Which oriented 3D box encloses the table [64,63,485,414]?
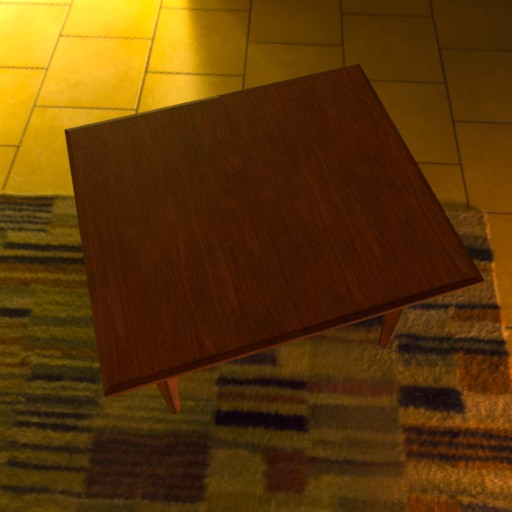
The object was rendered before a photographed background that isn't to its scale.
[{"bbox_3d":[0.000,0.000,1.600,0.991,0.761,0.838,-15,65,-7],"label":"table"}]
